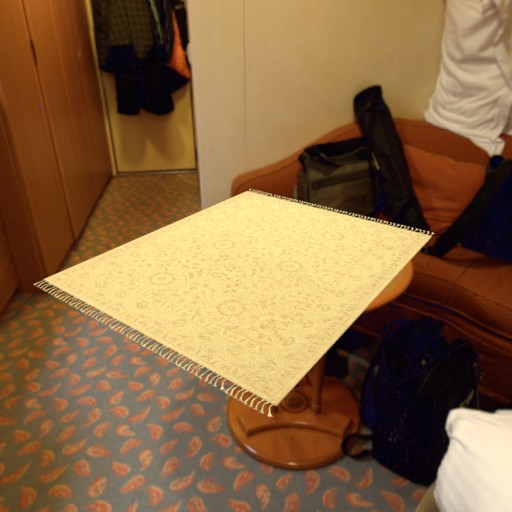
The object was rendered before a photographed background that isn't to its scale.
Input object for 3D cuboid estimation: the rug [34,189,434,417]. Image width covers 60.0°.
[{"bbox_3d":[0.000,0.000,4.153,2.444,0.013,3.043,19,33,32],"label":"rug"}]
